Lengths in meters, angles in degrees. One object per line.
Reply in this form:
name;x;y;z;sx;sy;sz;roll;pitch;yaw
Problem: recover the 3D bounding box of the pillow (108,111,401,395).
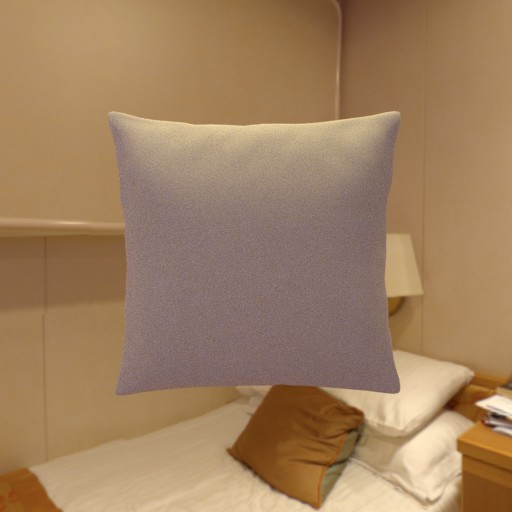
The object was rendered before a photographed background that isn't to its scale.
pillow;0.000;0.000;0.796;0.523;0.510;0.166;0;2;1
